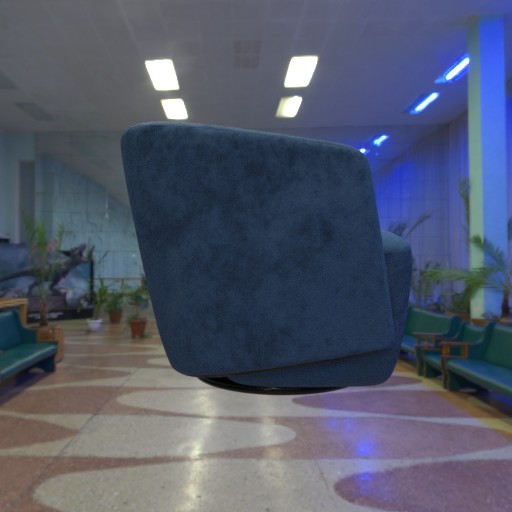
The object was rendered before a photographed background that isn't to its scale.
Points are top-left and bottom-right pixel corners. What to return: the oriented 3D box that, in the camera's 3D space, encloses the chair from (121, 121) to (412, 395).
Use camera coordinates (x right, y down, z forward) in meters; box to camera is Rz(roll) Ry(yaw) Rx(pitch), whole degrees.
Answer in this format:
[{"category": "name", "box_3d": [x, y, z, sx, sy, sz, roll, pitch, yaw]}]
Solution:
[{"category": "chair", "box_3d": [0.000, 0.000, 1.343, 0.767, 0.698, 0.773, 0, -1, 0]}]
